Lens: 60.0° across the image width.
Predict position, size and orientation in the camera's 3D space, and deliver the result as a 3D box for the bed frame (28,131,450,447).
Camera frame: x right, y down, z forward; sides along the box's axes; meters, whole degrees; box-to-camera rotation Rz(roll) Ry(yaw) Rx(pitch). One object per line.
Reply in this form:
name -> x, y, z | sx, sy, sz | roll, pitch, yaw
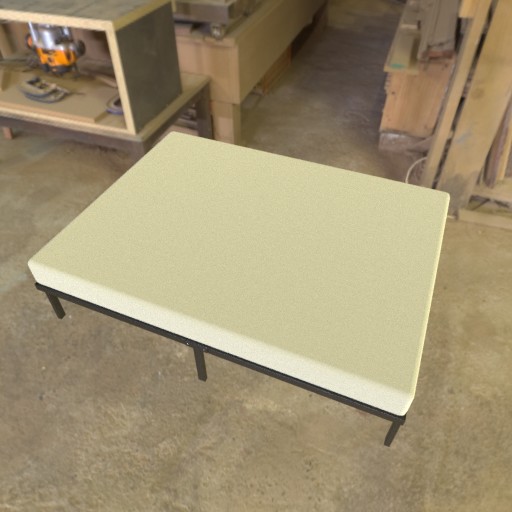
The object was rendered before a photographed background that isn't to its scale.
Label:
bed frame -> 0.000, 0.000, 3.546 | 2.635, 0.680, 1.990 | 16, 47, 16
